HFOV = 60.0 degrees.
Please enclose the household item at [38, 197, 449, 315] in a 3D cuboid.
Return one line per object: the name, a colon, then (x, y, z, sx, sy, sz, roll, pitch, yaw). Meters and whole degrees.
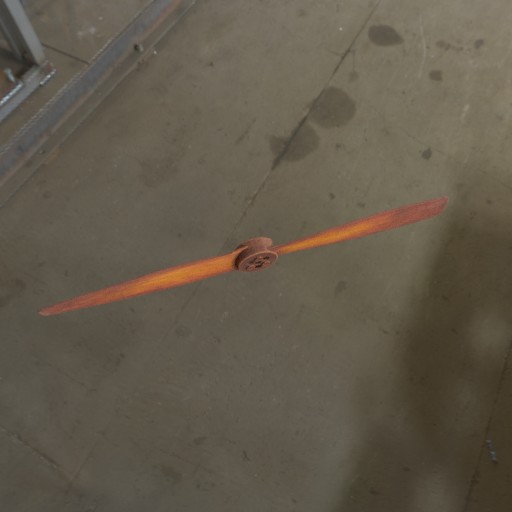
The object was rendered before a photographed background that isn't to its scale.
household item: (0.000, 0.000, 1.239, 1.181, 0.121, 0.051, -15, 65, -7)
